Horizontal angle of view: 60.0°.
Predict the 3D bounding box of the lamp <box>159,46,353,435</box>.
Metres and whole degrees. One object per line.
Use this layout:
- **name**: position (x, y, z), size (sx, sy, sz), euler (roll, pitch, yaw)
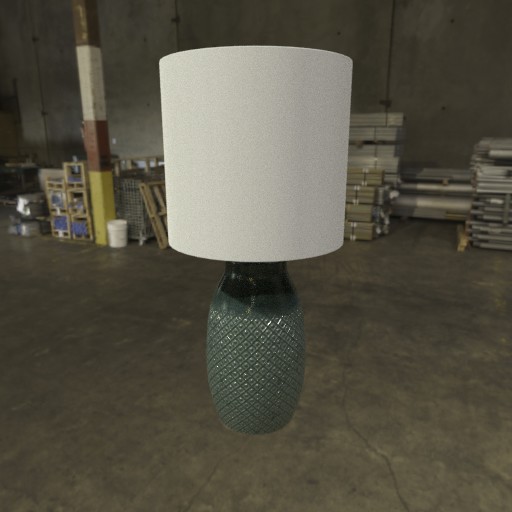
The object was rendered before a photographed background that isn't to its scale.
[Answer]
- **lamp**: position (0.000, 0.000, 0.565), size (0.217, 0.453, 0.217), euler (7, 17, 25)
